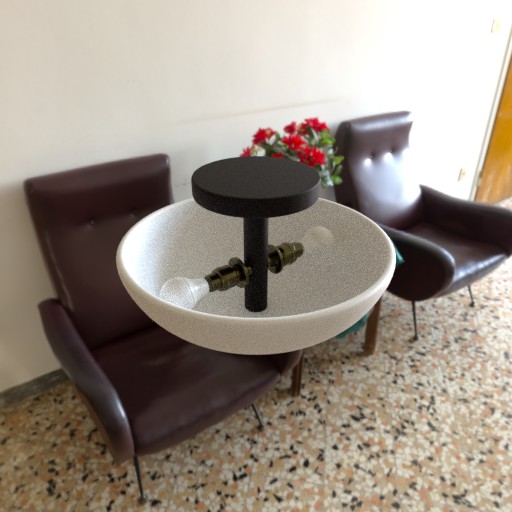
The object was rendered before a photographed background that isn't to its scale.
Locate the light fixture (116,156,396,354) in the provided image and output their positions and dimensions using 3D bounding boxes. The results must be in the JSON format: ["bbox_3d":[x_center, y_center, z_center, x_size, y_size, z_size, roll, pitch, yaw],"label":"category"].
[{"bbox_3d":[0.000,0.000,0.554,0.331,0.212,0.331,0,29,0],"label":"light fixture"}]
